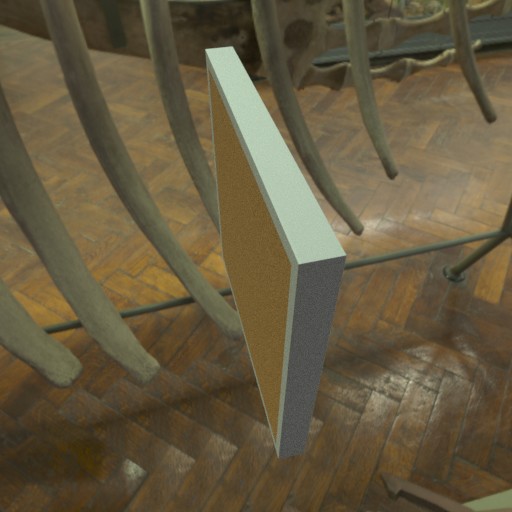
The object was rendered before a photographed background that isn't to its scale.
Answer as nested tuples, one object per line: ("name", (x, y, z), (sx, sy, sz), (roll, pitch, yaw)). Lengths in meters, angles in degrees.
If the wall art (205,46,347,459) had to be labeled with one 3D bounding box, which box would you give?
("wall art", (0.000, 0.000, 0.613), (0.038, 0.406, 0.406), (-10, 47, -10))
